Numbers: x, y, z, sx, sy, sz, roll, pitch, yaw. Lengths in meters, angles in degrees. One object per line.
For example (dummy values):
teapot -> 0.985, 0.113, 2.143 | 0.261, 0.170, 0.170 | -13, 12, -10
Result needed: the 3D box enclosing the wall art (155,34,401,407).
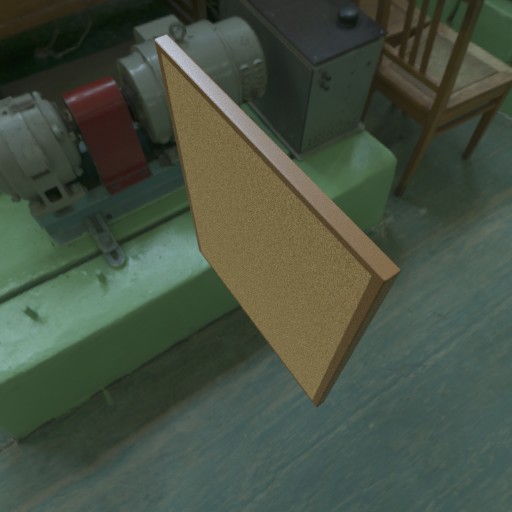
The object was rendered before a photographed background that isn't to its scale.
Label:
wall art -> 0.000, 0.000, 0.744 | 0.021, 0.550, 0.449 | -31, 64, -17
